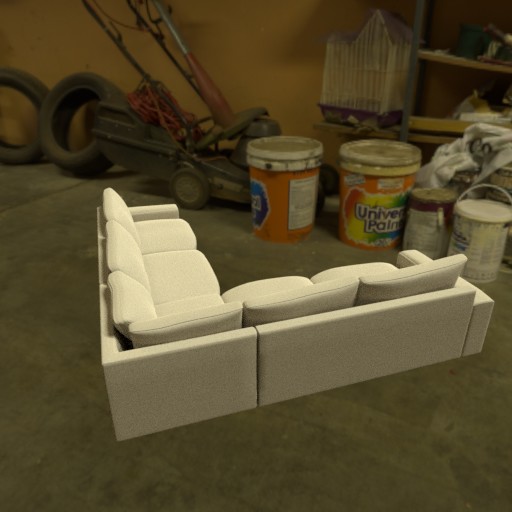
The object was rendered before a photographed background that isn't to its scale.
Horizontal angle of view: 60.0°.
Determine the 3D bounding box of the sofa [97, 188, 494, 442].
[{"bbox_3d":[0.000,0.000,4.600,3.066,0.918,3.206,-8,27,-16],"label":"sofa"}]
